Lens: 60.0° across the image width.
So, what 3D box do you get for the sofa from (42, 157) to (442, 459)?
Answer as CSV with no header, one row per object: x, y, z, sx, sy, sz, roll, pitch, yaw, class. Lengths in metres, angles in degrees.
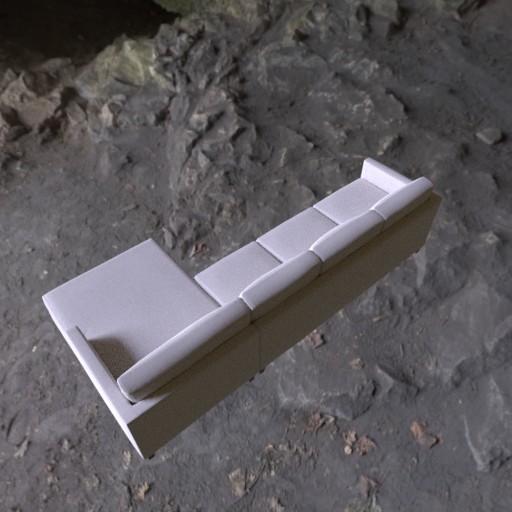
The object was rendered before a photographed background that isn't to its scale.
0.000,0.000,4.131,3.471,0.954,1.599,-32,54,-26,sofa
